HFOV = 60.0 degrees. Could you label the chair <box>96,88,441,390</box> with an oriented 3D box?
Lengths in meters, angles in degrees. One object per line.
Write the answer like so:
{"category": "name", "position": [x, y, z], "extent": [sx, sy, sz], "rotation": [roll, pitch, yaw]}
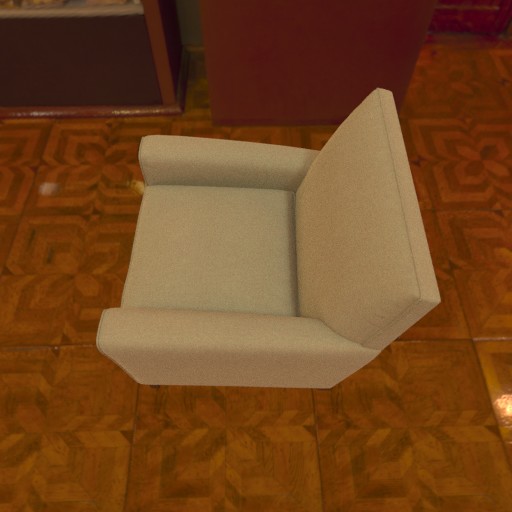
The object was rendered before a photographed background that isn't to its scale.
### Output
{"category": "chair", "position": [0.000, 0.000, 1.572], "extent": [0.871, 0.846, 0.840], "rotation": [1, 57, 1]}
